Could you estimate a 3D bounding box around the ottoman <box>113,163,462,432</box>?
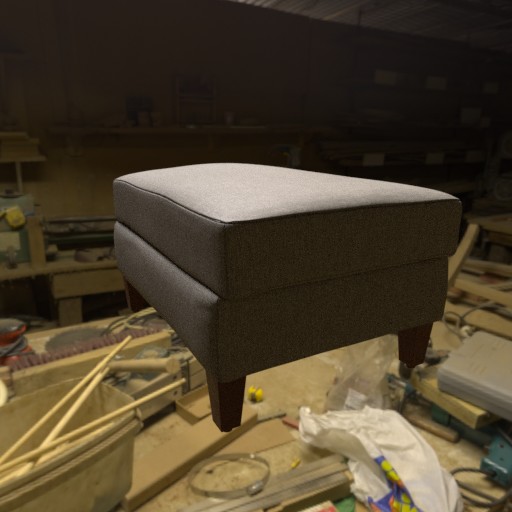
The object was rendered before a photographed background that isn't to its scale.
[{"bbox_3d":[0.000,0.000,1.260,0.639,0.494,0.873,-8,18,-28],"label":"ottoman"}]
